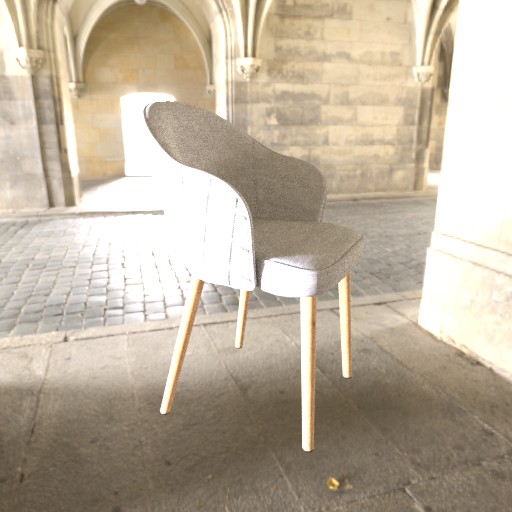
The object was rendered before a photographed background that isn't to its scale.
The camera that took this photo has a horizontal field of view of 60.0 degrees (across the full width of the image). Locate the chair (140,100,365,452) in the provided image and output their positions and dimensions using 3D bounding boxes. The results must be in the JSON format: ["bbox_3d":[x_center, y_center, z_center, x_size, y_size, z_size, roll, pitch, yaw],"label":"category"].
[{"bbox_3d":[0.000,0.000,1.186,0.530,0.800,0.540,7,17,25],"label":"chair"}]
